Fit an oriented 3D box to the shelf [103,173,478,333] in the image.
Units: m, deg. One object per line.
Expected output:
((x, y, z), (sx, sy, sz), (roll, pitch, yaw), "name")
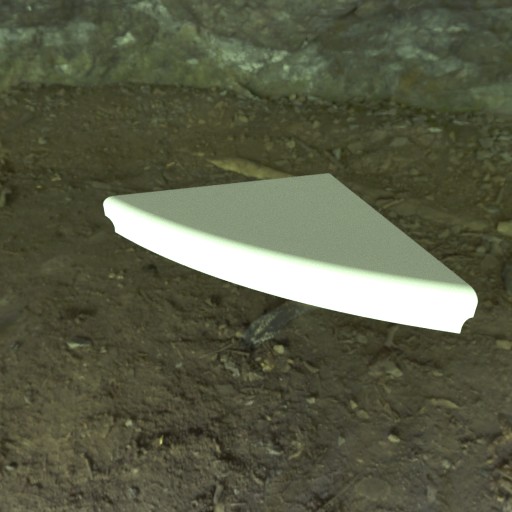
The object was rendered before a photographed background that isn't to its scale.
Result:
((0.000, 0.000, 0.477), (0.310, 0.050, 0.310), (-8, 31, -14), "shelf")
